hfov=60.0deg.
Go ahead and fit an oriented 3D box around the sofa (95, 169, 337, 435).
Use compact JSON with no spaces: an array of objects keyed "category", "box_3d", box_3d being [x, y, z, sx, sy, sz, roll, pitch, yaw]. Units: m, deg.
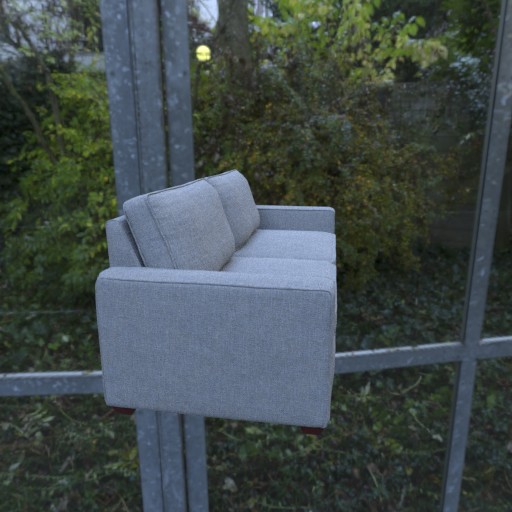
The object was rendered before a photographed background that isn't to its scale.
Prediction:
[{"category":"sofa","box_3d":[0.000,0.000,2.639,0.945,0.918,2.078,2,15,9]}]
